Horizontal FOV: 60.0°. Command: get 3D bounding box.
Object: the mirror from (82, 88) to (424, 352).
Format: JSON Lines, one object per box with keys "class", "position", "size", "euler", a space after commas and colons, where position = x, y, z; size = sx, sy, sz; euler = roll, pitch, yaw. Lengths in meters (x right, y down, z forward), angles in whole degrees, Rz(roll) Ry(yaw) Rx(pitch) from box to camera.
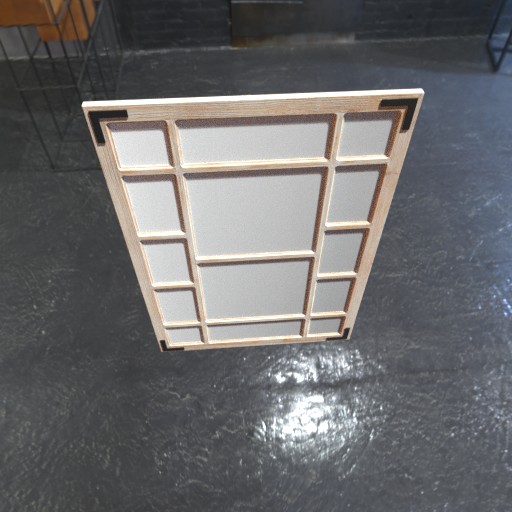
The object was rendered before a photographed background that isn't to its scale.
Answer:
{"class": "mirror", "position": [0.000, 0.000, 1.288], "size": [0.705, 0.996, 0.025], "euler": [-3, 49, -3]}
